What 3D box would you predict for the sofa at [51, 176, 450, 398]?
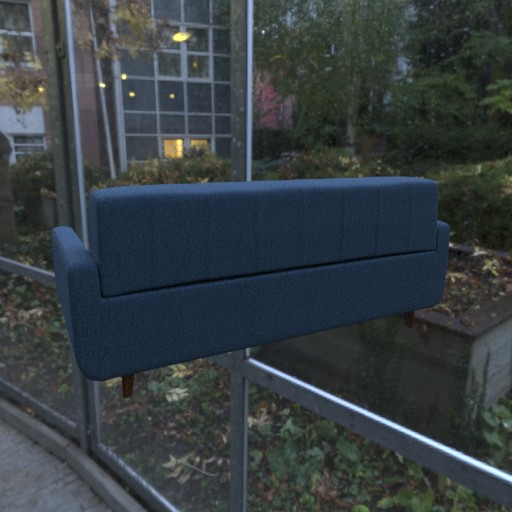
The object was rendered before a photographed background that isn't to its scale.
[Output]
[{"bbox_3d":[0.000,0.000,2.519,2.055,0.884,0.942,-7,15,-27],"label":"sofa"}]
